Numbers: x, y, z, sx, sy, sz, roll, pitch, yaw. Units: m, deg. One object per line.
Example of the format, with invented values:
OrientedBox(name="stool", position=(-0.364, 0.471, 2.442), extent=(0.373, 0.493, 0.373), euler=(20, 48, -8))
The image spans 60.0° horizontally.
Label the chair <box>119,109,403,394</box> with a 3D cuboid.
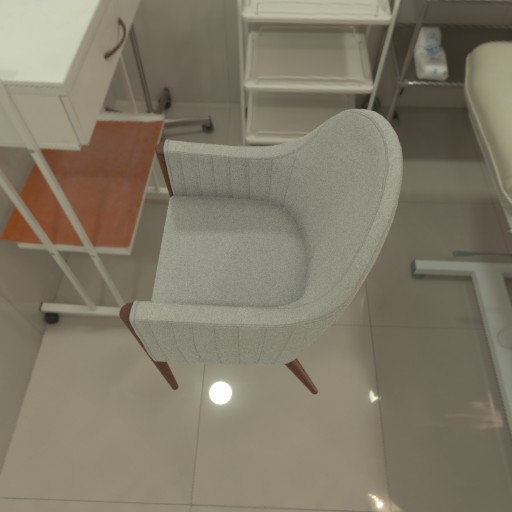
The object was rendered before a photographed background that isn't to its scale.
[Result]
OrientedBox(name="chair", position=(0.000, 0.000, 1.310), extent=(0.620, 0.889, 0.610), euler=(2, 58, 1))
